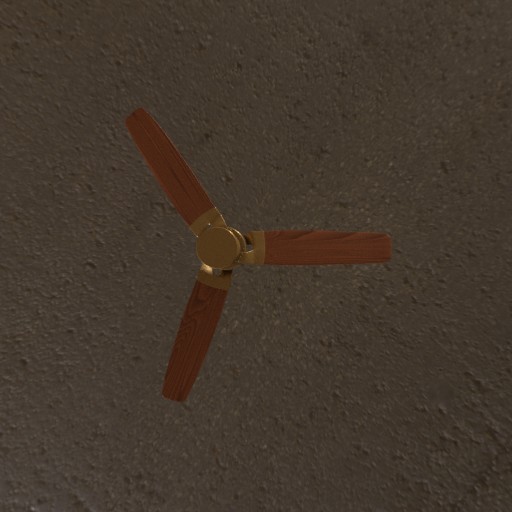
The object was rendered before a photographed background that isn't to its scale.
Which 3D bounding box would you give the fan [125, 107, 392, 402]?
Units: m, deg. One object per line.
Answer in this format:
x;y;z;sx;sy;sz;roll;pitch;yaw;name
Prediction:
0.000;0.000;2.026;1.271;0.425;1.416;0;91;2;fan
